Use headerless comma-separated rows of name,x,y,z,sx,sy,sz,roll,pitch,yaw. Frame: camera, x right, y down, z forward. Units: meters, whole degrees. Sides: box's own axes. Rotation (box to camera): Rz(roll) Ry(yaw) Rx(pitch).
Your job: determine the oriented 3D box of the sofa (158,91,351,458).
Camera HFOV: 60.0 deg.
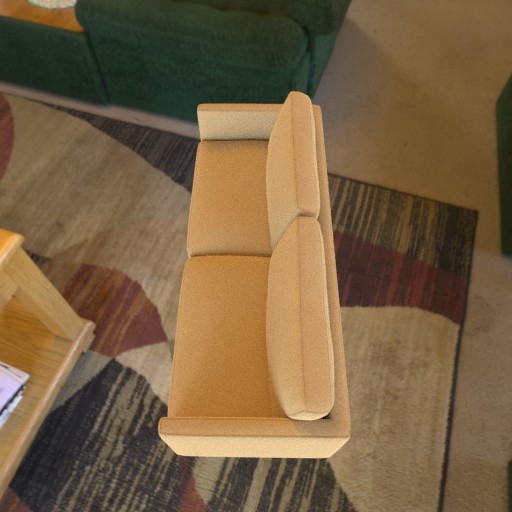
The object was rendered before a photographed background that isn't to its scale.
sofa,0.000,0.000,2.925,0.951,0.968,2.361,1,58,0
